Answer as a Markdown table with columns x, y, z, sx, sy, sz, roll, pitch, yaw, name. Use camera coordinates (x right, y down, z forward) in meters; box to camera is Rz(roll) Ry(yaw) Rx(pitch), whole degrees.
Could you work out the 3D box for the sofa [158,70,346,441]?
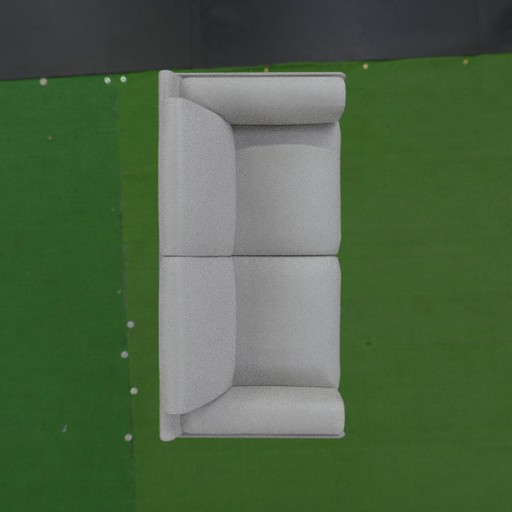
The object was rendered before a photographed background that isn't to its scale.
| x | y | z | sx | sy | sz | roll | pitch | yaw | name |
| --- | --- | --- | --- | --- | --- | --- | --- | --- | --- |
| 0.000 | 0.000 | 2.651 | 1.049 | 0.930 | 2.101 | 0 | 91 | 1 | sofa |
